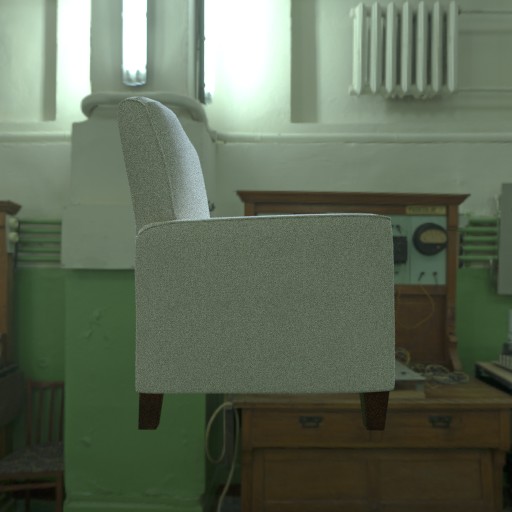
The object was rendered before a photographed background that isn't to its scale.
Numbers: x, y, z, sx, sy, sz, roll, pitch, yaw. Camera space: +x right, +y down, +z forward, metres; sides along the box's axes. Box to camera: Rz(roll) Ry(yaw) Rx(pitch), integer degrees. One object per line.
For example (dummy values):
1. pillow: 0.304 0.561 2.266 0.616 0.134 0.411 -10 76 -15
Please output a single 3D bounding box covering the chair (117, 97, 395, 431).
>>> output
1. chair: 0.000 0.000 1.670 0.858 1.028 0.841 0 -1 0
